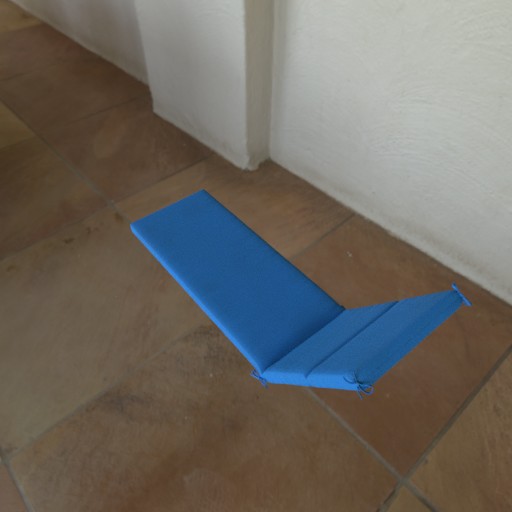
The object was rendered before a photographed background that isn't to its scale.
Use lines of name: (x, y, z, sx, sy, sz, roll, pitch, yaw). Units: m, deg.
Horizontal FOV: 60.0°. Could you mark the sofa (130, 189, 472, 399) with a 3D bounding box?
sofa: (0.000, 0.000, 2.015, 0.582, 0.622, 1.663, -31, 54, -26)
